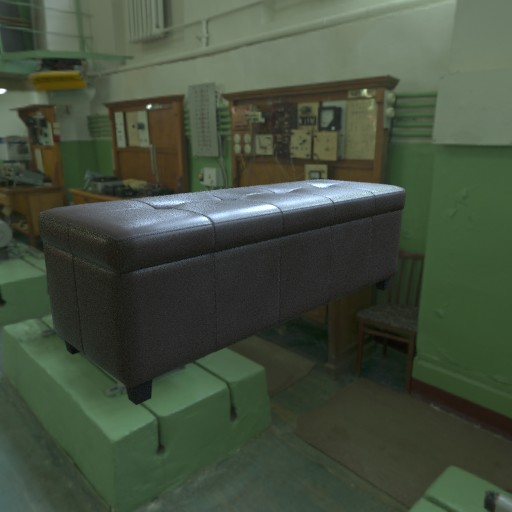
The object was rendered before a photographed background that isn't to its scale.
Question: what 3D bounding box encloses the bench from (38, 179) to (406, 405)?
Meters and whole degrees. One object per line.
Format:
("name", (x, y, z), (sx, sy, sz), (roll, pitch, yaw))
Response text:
("bench", (0.000, 0.000, 1.476), (1.219, 0.417, 0.450), (-15, 21, -43))
